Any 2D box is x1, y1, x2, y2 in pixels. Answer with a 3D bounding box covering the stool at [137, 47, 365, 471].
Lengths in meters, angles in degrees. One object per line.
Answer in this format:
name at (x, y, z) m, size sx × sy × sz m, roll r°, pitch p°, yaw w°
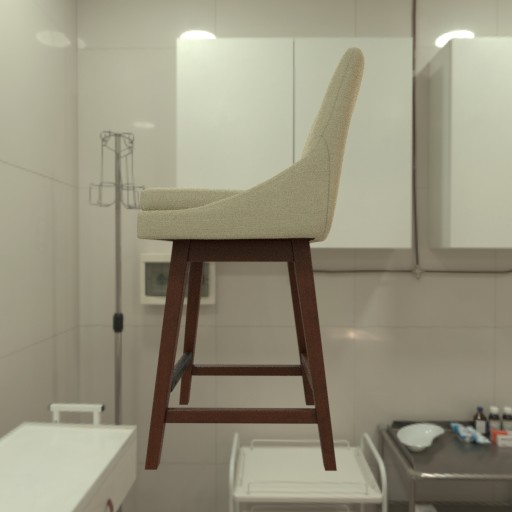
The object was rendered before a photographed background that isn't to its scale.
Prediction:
stool at (0.000, 0.000, 1.258) m, size 0.559 × 0.991 × 0.469 m, roll 0°, pitch 1°, yaw 1°
